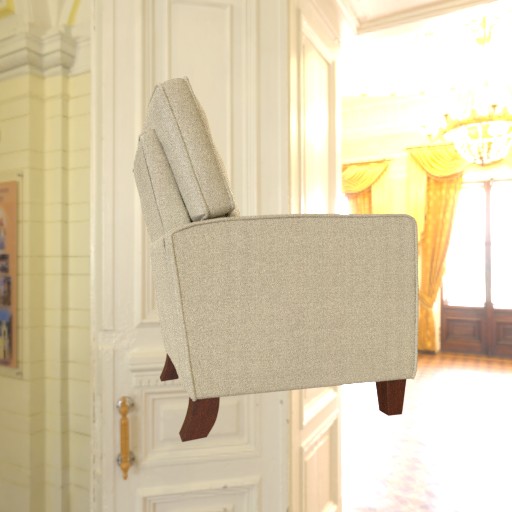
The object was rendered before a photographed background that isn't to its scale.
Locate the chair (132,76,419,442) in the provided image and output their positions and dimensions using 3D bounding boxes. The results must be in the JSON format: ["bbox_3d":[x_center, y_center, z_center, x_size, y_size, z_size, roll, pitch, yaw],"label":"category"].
[{"bbox_3d":[0.000,0.000,1.419,0.754,0.888,0.648,0,0,-17],"label":"chair"}]
